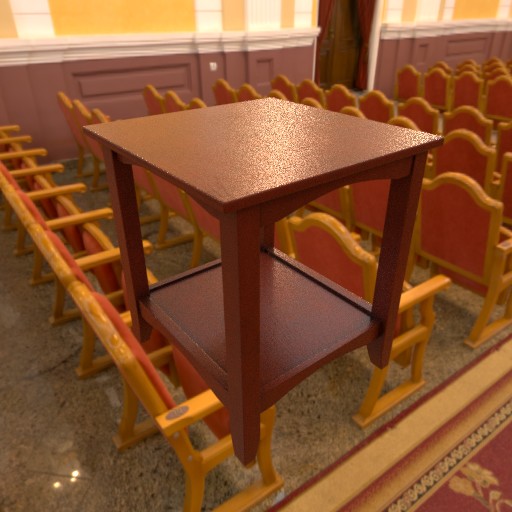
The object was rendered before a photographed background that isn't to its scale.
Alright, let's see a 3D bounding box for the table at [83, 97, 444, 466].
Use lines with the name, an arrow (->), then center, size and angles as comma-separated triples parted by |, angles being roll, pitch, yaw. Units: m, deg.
table -> 0.000, 0.000, 0.999 | 0.522, 0.558, 0.523 | -20, 35, -31
